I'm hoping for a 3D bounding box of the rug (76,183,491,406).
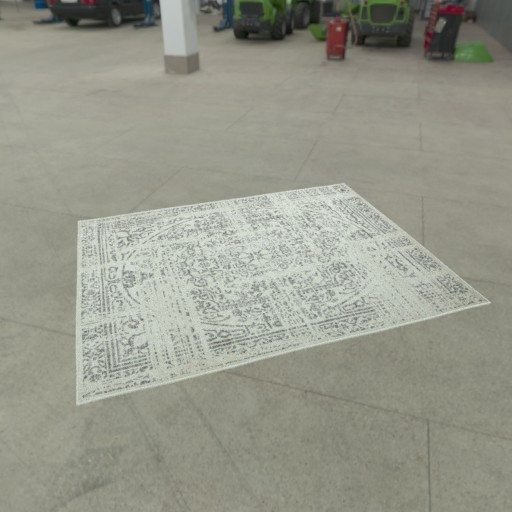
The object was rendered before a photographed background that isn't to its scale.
[{"bbox_3d":[0.000,0.000,3.802,2.921,0.032,2.311,-10,34,-15],"label":"rug"}]
